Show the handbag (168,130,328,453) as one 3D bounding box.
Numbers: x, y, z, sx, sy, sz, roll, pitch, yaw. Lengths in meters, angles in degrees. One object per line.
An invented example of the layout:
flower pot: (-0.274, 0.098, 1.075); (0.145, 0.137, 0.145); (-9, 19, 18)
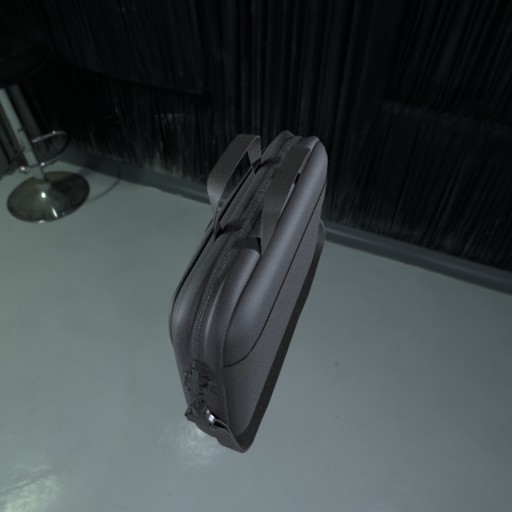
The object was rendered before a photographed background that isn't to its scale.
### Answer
handbag: (0.000, 0.000, 0.587); (0.126, 0.330, 0.429); (16, 50, 14)
